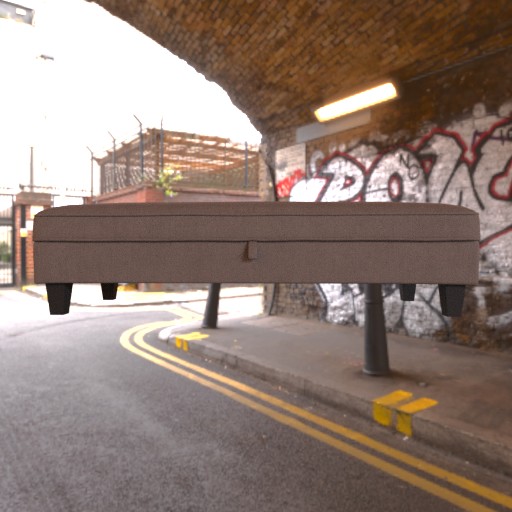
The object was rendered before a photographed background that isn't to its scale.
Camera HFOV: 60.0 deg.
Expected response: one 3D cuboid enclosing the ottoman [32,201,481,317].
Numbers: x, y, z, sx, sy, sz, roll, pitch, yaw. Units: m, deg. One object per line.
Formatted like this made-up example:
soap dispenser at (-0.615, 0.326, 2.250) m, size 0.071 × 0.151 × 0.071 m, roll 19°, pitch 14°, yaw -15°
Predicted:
ottoman at (0.000, 0.000, 2.045) m, size 1.764 × 0.470 × 0.751 m, roll 0°, pitch 0°, yaw 2°
